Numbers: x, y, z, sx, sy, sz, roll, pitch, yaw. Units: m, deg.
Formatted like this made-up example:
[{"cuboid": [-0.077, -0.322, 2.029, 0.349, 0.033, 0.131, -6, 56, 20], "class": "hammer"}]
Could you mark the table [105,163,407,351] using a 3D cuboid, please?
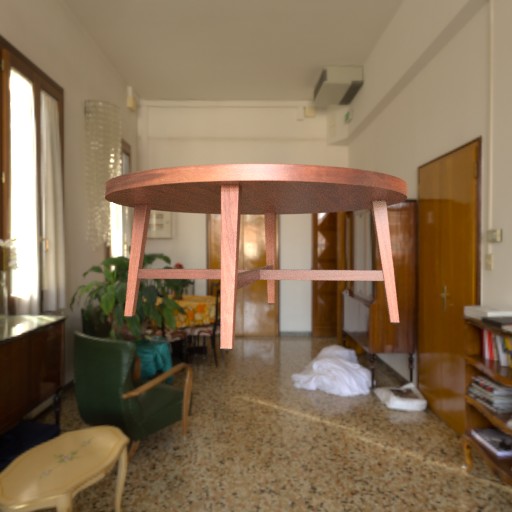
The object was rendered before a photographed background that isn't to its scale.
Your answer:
[{"cuboid": [0.000, 0.000, 1.240, 0.800, 0.360, 0.800, 0, 1, 0], "class": "table"}]
